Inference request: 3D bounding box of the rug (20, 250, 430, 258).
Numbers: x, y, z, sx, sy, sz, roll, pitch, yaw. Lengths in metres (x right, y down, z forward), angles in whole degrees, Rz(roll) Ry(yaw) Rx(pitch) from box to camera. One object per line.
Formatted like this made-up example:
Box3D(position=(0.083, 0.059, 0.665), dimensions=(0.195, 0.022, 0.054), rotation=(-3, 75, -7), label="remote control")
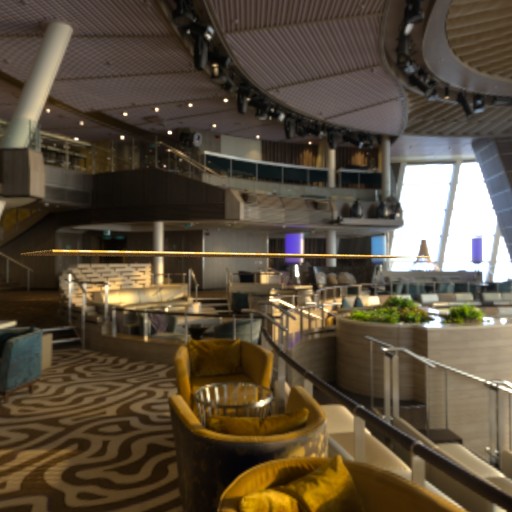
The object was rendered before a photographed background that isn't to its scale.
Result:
Box3D(position=(0.000, 0.000, 2.667), dimensions=(2.438, 0.010, 0.775), rotation=(1, -1, -36), label="rug")
